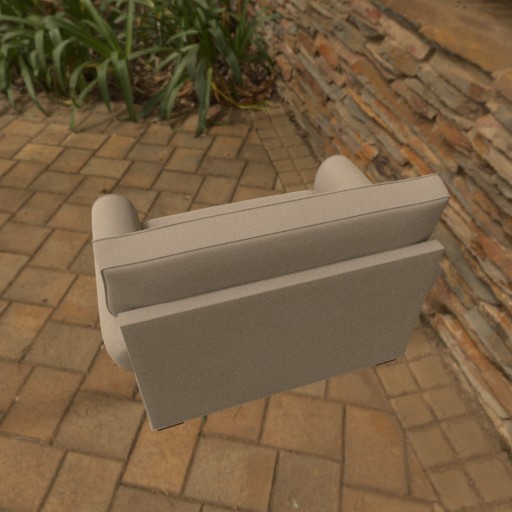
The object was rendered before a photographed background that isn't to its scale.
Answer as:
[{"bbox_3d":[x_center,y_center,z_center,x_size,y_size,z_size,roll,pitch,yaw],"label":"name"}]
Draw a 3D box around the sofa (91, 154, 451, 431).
[{"bbox_3d":[0.000,0.000,2.075,1.405,1.006,0.937,-12,44,-13],"label":"sofa"}]
